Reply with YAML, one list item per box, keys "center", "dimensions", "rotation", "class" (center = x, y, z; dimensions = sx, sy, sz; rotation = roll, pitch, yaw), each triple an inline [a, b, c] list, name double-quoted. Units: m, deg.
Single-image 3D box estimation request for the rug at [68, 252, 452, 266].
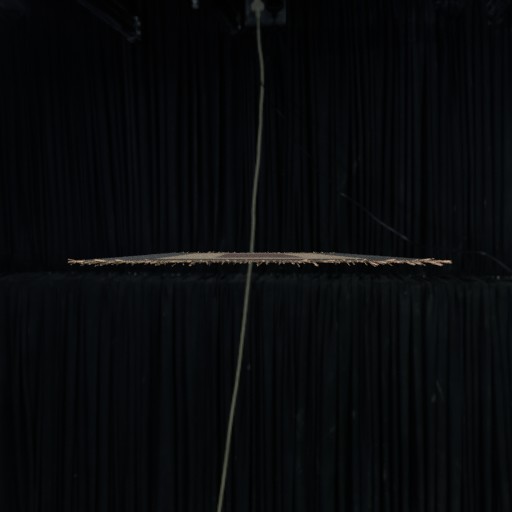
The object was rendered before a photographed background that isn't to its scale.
- center: [0.000, 0.000, 2.398]
  dimensions: [1.224, 0.027, 2.021]
  rotation: [0, 1, -1]
  class: "rug"
